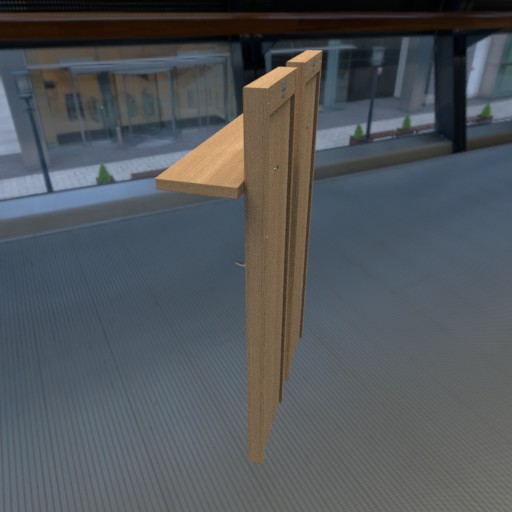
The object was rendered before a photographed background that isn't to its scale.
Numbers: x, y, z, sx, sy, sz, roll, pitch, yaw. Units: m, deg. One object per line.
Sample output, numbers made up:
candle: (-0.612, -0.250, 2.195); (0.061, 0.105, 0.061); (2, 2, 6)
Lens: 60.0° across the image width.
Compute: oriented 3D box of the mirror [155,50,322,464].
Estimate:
mirror: (0.000, 0.000, 1.553); (0.260, 1.250, 0.800); (9, 32, 14)
